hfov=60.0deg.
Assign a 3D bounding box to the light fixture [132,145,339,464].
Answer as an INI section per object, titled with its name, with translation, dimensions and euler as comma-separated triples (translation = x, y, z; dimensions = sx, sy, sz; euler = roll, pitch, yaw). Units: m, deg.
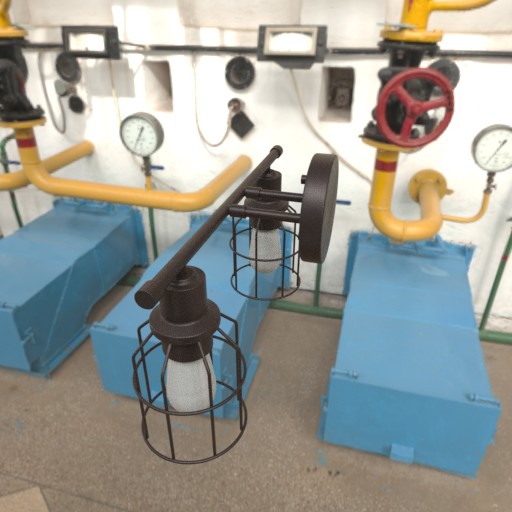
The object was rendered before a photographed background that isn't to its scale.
[light fixture]
translation = 0.000, 0.000, 0.526
dimensions = 0.165, 0.254, 0.406
euler = 8, 31, 14
